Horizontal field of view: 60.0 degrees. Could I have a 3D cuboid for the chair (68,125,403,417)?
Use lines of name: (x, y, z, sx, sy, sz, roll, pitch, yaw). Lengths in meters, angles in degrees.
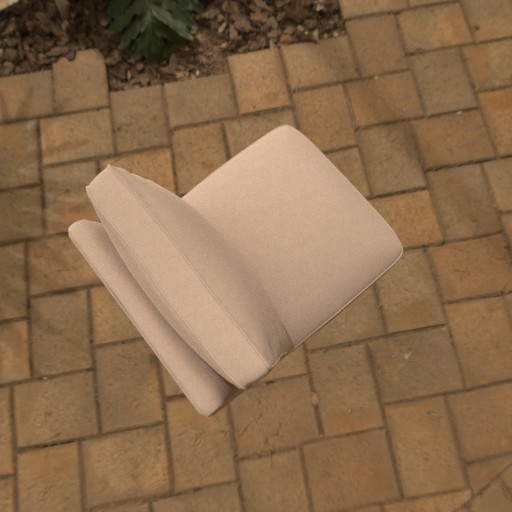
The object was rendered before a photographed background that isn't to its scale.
chair: (0.000, 0.000, 1.674, 0.912, 1.052, 0.724, -38, 78, -9)
